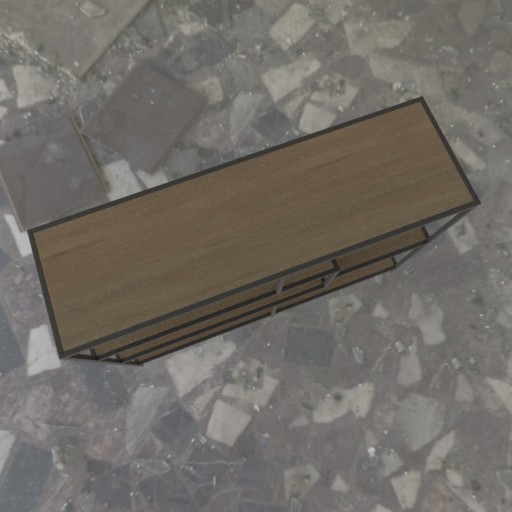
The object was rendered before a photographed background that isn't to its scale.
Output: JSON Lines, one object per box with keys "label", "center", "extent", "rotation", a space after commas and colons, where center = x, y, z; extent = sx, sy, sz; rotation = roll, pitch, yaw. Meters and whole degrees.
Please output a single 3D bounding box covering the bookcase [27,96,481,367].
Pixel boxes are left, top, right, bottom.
{"label": "bookcase", "center": [0.000, 0.000, 1.534], "extent": [1.140, 0.780, 0.350], "rotation": [-20, 76, -5]}
